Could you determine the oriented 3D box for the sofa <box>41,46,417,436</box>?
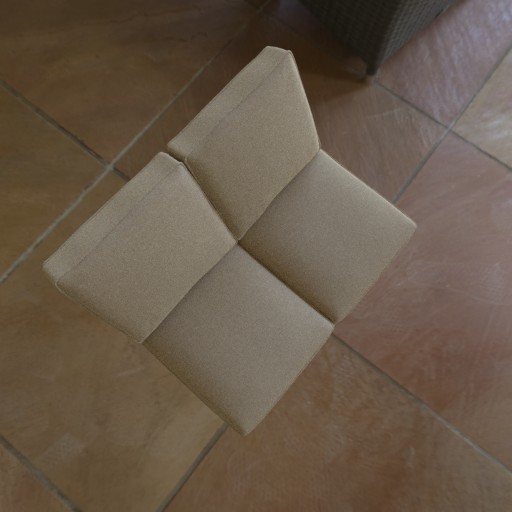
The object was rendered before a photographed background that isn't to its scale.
[{"bbox_3d":[0.000,0.000,1.966,0.951,1.008,1.237,40,78,10],"label":"sofa"}]
